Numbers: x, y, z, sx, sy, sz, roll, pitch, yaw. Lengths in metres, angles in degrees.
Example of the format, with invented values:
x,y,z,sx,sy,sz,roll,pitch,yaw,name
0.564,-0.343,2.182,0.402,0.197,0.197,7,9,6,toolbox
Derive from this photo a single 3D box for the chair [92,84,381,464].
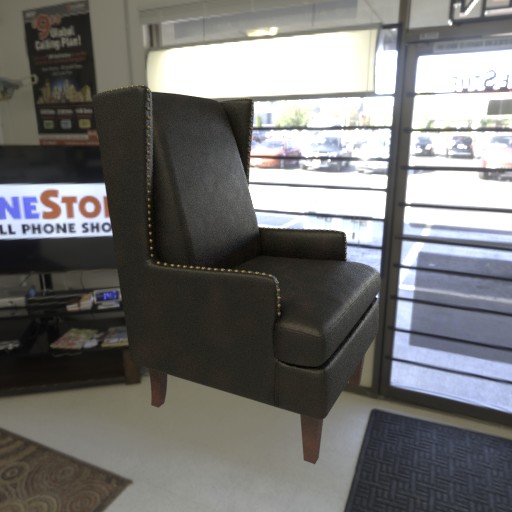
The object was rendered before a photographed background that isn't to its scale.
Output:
x,y,z,sx,sy,sz,roll,pitch,yaw,name
0.000,0.000,1.621,0.799,1.142,0.703,8,18,27,chair
